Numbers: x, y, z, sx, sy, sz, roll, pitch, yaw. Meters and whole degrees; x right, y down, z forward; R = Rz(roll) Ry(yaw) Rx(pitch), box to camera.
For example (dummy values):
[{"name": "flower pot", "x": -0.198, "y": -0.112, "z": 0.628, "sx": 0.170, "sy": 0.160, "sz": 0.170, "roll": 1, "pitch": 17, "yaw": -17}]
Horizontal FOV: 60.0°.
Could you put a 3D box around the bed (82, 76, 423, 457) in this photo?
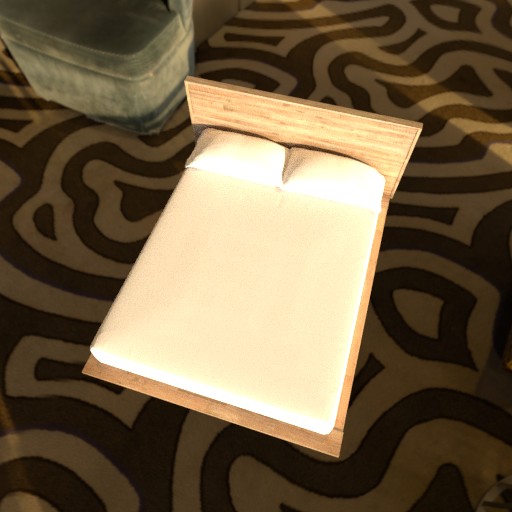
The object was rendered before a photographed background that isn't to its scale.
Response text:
[{"name": "bed", "x": 0.000, "y": 0.000, "z": 3.122, "sx": 1.759, "sy": 1.071, "sz": 2.145, "roll": 15, "pitch": 59, "yaw": 9}]
